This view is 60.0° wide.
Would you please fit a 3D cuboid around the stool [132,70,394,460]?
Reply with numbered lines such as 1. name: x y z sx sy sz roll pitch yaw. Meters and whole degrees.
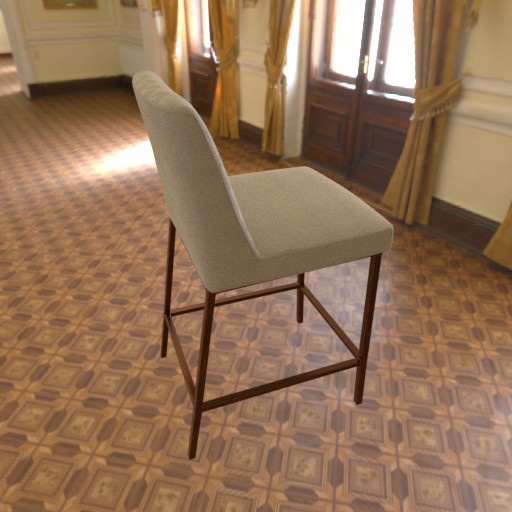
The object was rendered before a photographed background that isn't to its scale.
1. stool: 0.000 0.000 1.274 0.576 0.973 0.507 -11 33 -18
